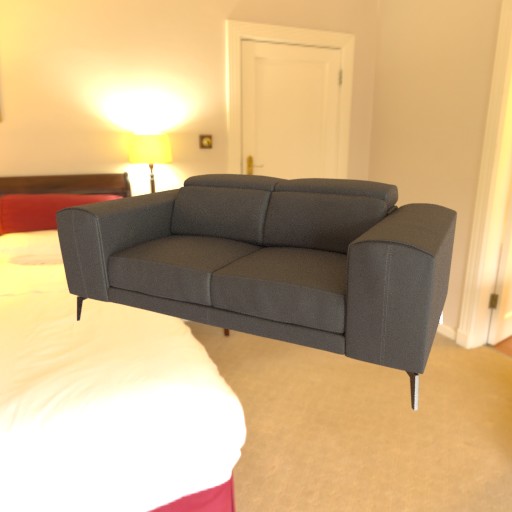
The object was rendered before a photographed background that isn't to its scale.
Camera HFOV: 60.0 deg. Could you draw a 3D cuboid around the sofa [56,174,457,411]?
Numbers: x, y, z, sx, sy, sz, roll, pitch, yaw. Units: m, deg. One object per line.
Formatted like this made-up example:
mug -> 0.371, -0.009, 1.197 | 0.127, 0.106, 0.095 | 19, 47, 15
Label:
sofa -> 0.000, 0.000, 2.374 | 1.895, 0.779, 1.003 | 8, 17, 26
